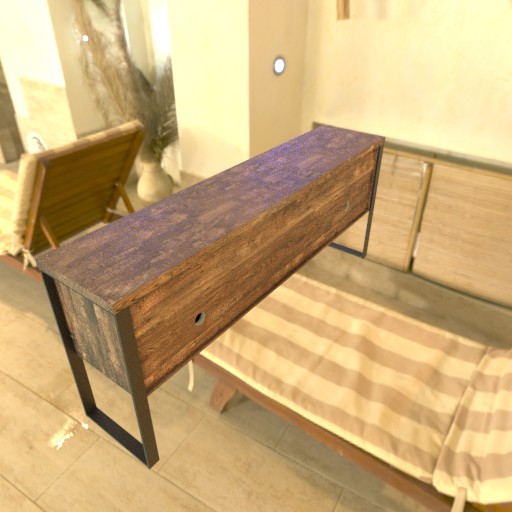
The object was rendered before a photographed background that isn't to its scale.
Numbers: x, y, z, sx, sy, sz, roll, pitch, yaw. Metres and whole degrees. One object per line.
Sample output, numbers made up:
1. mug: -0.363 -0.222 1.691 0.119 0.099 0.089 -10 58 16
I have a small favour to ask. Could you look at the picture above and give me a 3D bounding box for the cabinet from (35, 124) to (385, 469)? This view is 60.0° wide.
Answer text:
1. cabinet: 0.000 0.000 2.097 0.395 0.762 1.800 22 39 31
